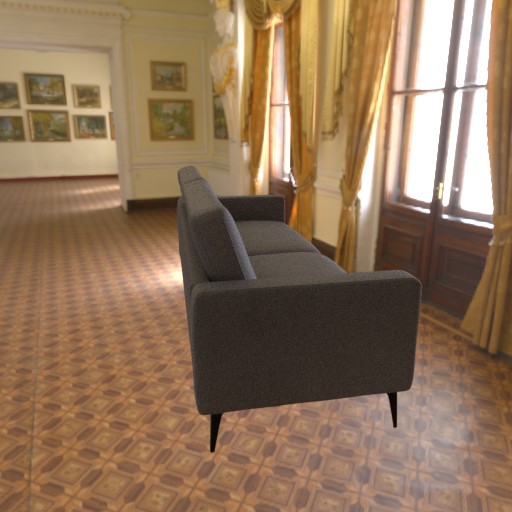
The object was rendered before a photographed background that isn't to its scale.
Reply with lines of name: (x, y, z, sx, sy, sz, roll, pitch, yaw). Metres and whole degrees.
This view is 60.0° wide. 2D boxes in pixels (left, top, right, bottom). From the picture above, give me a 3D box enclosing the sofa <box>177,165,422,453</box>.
sofa: (0.000, 0.000, 2.342, 0.774, 0.828, 1.925, -3, 17, -11)
